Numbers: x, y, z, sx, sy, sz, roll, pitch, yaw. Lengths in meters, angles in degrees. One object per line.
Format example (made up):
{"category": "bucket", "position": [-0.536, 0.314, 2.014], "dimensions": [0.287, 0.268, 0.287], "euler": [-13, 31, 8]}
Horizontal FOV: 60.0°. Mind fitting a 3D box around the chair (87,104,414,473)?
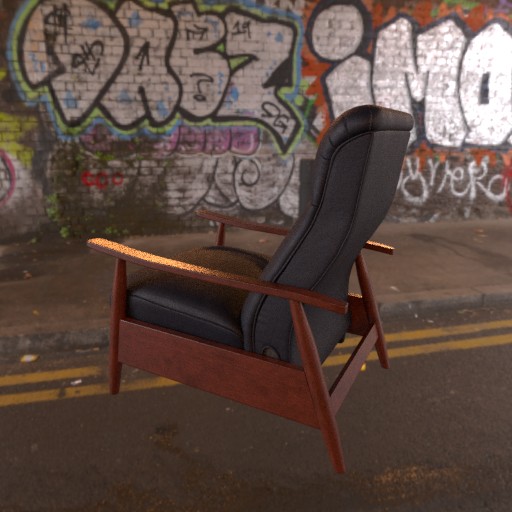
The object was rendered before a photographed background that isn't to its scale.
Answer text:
{"category": "chair", "position": [0.000, 0.000, 1.739], "dimensions": [1.014, 1.082, 0.762], "euler": [8, 17, 26]}
